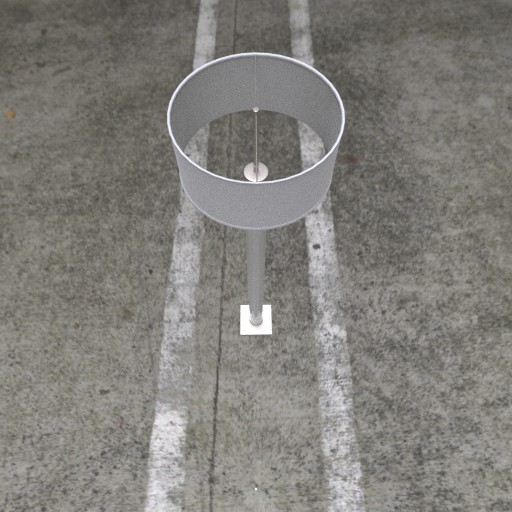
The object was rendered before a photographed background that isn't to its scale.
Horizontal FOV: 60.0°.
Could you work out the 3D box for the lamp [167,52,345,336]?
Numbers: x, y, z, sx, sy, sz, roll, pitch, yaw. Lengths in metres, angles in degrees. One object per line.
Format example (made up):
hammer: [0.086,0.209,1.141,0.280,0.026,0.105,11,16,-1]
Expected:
lamp: [0.000,0.000,1.689,0.420,1.475,0.420,-1,62,0]
